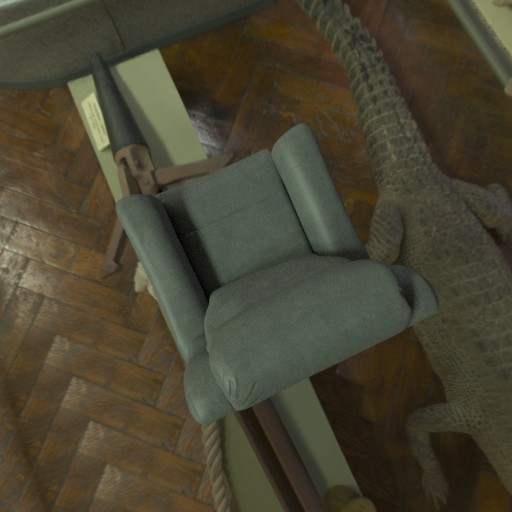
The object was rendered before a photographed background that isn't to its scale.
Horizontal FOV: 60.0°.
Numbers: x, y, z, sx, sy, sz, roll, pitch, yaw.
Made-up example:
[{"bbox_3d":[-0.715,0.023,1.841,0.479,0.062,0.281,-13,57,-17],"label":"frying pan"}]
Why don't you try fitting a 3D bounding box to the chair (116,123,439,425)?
[{"bbox_3d":[0.000,0.000,1.953,0.965,1.116,1.068,-24,77,-6],"label":"chair"}]
